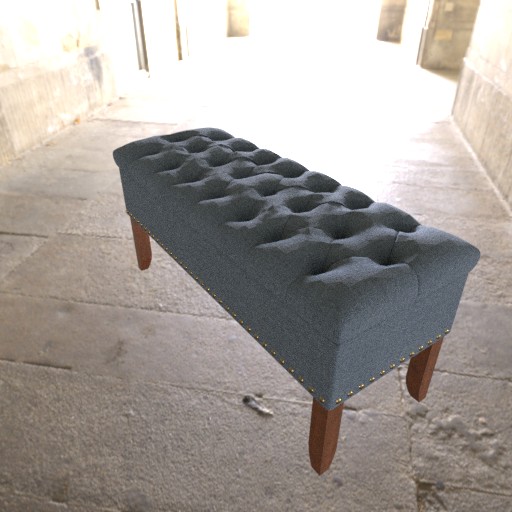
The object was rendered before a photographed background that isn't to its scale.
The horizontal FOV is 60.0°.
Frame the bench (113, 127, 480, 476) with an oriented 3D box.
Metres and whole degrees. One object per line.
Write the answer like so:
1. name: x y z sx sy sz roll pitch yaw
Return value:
1. bench: 0.000 0.000 1.289 0.417 0.492 1.052 -21 38 -29
